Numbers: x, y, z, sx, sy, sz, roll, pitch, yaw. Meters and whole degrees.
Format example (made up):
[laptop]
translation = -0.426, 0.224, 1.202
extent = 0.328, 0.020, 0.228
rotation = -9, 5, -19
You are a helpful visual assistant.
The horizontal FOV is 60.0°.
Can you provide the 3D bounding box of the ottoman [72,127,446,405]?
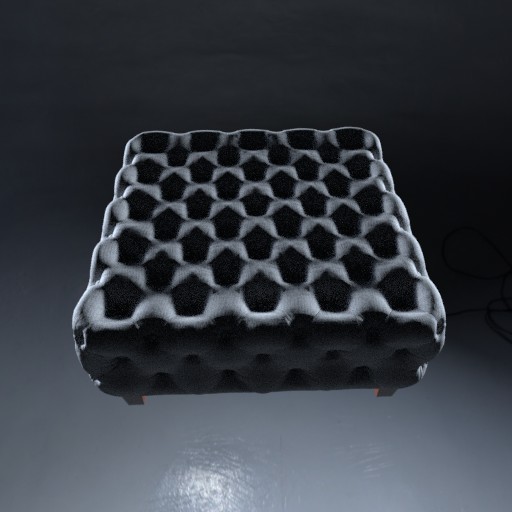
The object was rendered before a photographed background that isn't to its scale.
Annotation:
[ottoman]
translation = 0.000, 0.000, 1.193
extent = 0.758, 0.365, 0.764
rotation = -1, 47, -1
